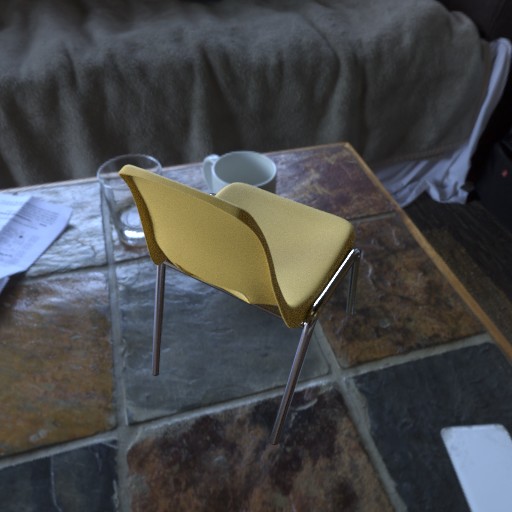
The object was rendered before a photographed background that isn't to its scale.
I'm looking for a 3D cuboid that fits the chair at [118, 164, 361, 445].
[{"bbox_3d":[0.000,0.000,0.938,0.381,0.653,0.436,23,51,20],"label":"chair"}]
